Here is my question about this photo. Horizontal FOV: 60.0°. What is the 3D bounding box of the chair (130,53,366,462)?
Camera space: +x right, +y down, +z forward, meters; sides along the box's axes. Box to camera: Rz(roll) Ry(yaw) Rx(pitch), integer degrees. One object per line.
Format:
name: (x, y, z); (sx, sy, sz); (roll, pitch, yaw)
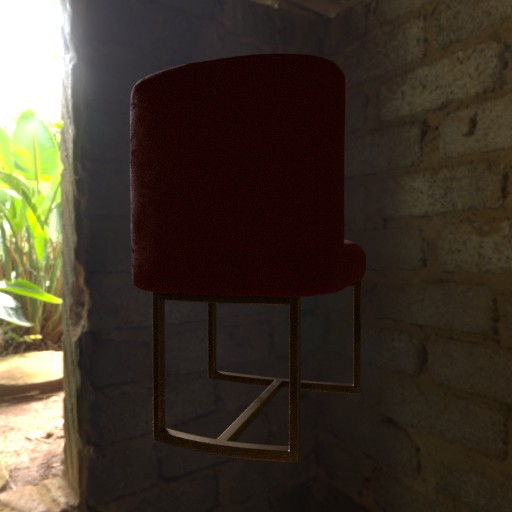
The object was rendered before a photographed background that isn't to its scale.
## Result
chair: (0.000, 0.000, 1.161); (0.530, 0.824, 0.560); (0, 1, 19)
